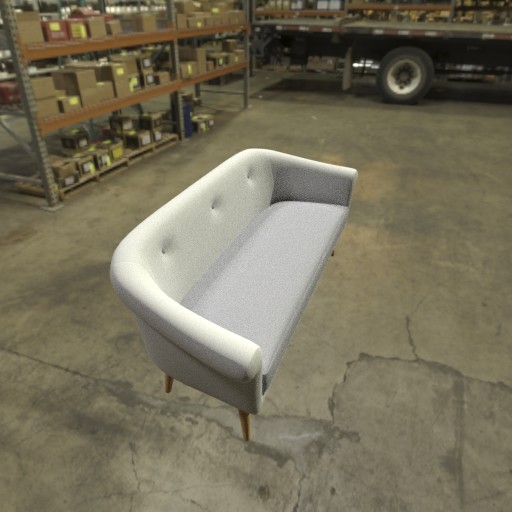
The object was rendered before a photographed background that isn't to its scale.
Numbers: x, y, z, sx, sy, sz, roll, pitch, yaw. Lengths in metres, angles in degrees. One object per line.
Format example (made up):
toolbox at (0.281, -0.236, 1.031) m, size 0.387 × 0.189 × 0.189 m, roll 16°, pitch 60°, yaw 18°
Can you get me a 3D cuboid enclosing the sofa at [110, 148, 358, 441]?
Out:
sofa at (0.000, 0.000, 2.609) m, size 0.827 × 0.795 × 2.160 m, roll 11°, pitch 32°, yaw 18°
